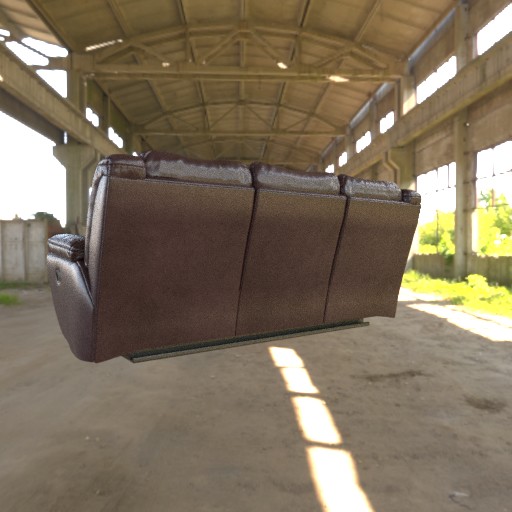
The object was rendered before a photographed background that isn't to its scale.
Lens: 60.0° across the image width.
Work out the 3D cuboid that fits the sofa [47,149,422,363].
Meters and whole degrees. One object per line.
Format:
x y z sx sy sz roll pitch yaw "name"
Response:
0.000 0.000 2.867 2.337 1.043 0.991 -1 2 -36 "sofa"
